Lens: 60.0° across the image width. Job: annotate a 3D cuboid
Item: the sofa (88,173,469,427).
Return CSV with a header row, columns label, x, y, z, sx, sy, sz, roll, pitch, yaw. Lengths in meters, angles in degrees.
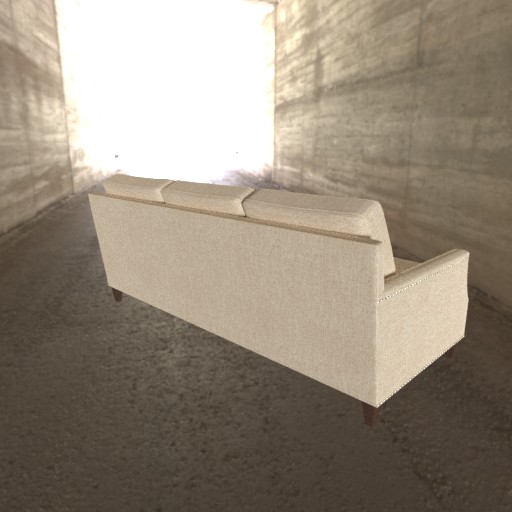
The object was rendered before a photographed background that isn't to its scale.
label,x,y,z,sx,sy,sz,roll,pitch,yaw
sofa,0.000,0.000,2.732,2.210,0.940,1.041,14,20,43
